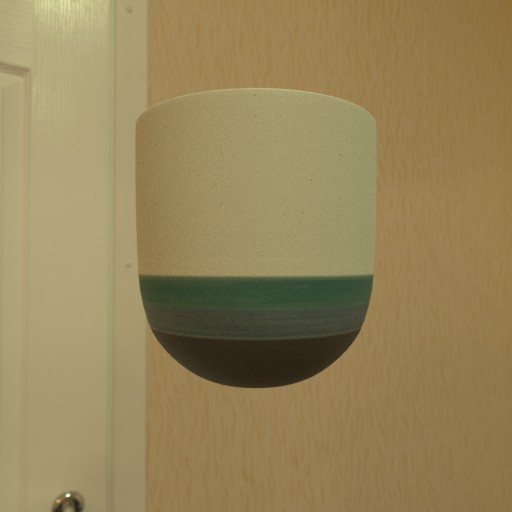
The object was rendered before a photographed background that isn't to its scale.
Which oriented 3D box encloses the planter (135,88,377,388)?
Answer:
[{"bbox_3d":[0.000,0.000,0.386,0.204,0.214,0.204,0,-1,0],"label":"planter"}]
